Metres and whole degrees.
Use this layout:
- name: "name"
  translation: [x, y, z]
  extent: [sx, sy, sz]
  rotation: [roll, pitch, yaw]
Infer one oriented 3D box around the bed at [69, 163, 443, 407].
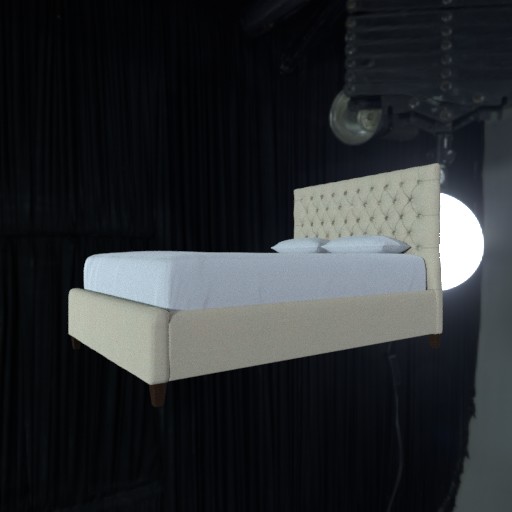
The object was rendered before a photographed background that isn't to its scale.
- name: "bed"
  translation: [0.000, 0.000, 3.435]
  extent: [2.387, 1.427, 1.698]
  rotation: [0, 0, -35]
